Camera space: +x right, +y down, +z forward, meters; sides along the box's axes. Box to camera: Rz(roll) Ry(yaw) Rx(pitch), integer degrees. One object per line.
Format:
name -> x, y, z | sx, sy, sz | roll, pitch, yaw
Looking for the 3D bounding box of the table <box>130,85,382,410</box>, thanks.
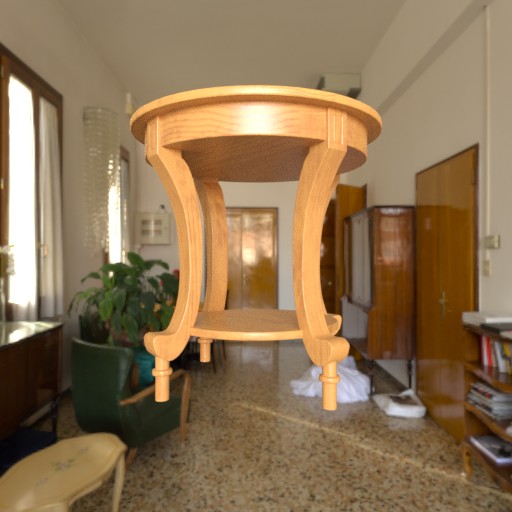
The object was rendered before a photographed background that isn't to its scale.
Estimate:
table -> 0.000, 0.000, 1.090 | 0.597, 0.612, 0.597 | 0, 0, 0
